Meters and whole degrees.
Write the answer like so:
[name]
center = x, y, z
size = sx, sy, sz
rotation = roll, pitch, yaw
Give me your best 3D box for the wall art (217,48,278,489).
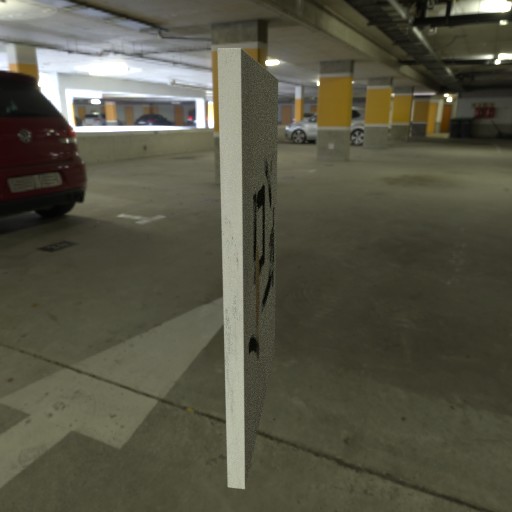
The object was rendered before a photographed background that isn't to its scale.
[wall art]
center = 0.000, 0.000, 1.166
size = 0.043, 0.914, 0.624
rotation = 3, 17, 8
